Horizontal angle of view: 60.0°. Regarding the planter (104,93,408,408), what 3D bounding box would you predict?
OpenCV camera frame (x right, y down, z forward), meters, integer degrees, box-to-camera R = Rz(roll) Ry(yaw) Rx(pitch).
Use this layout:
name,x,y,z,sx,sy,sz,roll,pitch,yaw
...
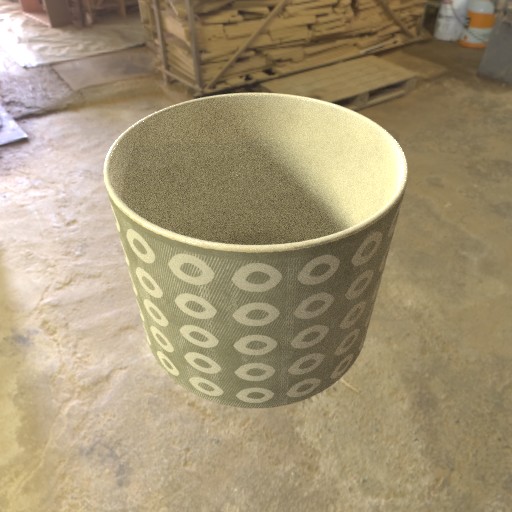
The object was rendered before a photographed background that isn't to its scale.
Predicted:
name,x,y,z,sx,sy,sz,roll,pitch,yaw
planter,0.000,0.000,0.454,0.250,0.239,0.250,0,42,0
